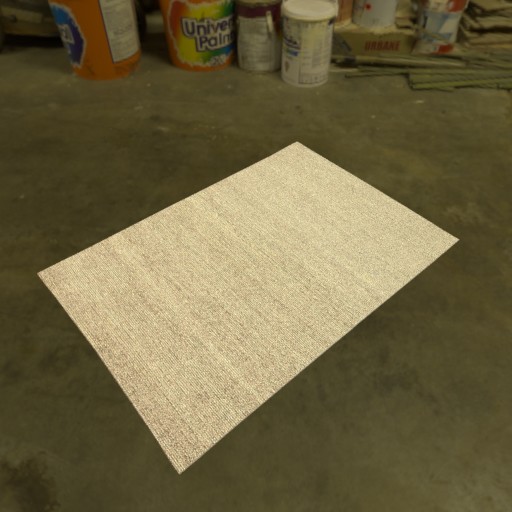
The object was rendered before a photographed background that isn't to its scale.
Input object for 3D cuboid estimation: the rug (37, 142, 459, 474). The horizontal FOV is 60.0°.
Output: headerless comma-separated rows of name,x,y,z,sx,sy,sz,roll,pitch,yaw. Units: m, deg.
rug,0.000,0.000,2.955,2.342,0.030,1.609,-32,55,-26
